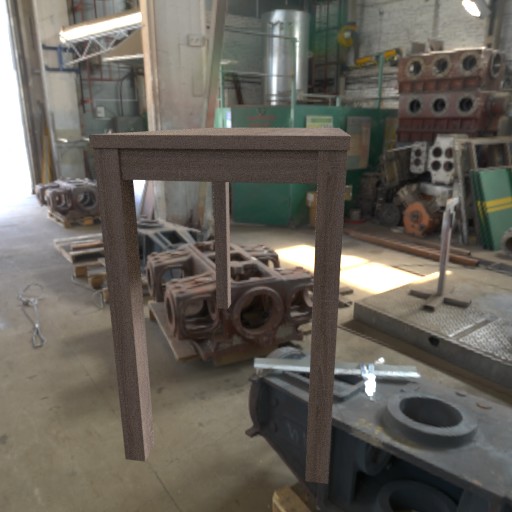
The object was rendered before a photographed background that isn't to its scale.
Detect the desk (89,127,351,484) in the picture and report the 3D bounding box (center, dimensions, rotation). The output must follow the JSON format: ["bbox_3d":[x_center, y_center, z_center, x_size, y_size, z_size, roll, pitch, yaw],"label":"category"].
[{"bbox_3d":[0.000,0.000,1.395,0.495,0.762,0.991,3,17,9],"label":"desk"}]
